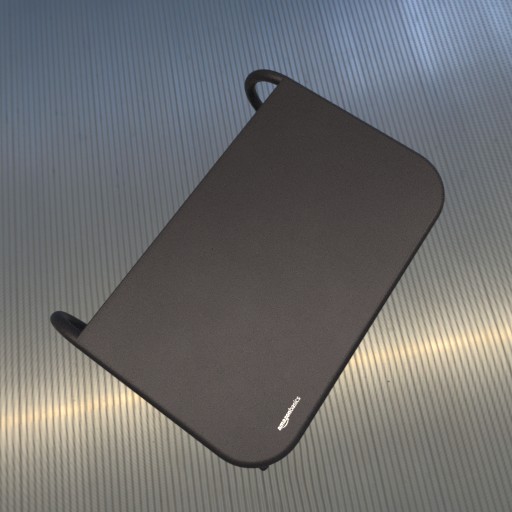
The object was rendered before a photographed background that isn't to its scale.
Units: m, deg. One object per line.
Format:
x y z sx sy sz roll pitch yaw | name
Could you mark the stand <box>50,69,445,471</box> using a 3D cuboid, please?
0.000 0.000 0.499 0.280 0.108 0.370 34 77 9 | stand
